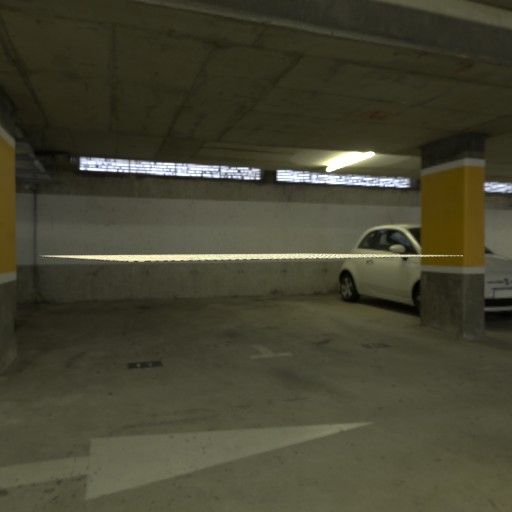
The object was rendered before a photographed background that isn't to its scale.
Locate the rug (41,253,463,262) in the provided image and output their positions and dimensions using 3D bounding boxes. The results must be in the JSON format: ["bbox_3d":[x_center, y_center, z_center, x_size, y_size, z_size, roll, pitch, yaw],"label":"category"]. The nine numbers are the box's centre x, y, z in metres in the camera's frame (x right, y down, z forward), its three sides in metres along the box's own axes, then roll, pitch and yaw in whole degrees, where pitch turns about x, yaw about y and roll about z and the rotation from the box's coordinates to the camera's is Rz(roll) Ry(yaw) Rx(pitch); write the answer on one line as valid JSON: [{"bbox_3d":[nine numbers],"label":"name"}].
[{"bbox_3d":[0.000,0.000,2.194,1.750,0.004,1.177,-1,1,-37],"label":"rug"}]
